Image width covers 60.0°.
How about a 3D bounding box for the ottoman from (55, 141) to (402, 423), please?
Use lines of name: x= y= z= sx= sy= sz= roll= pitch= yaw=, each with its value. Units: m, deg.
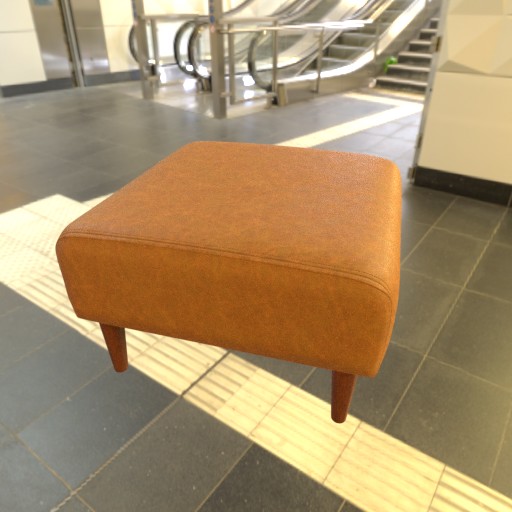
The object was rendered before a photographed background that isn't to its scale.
ottoman: x=0.000 y=0.000 z=1.090 sx=0.650 sy=0.399 sz=0.650 roll=8 pitch=32 yaw=14
